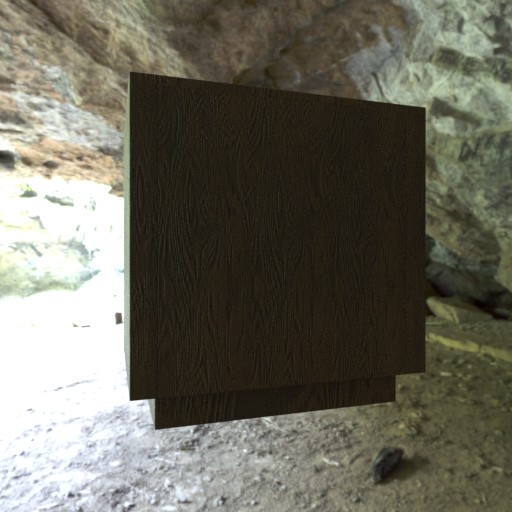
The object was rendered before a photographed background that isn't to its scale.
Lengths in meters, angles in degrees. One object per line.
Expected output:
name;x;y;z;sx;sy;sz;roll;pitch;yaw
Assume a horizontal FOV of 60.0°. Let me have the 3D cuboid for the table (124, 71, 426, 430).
table;0.000;0.000;0.993;0.560;0.585;0.439;0;0;-18
